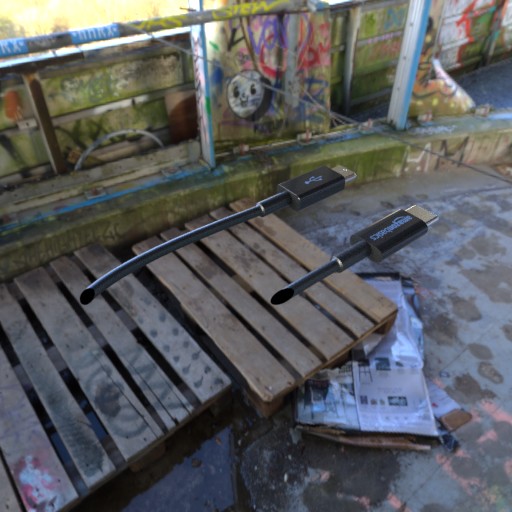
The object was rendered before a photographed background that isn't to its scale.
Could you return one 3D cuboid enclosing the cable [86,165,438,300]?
[{"bbox_3d":[0.000,0.000,0.111,0.098,0.006,0.040,-27,47,-28],"label":"cable"}]
